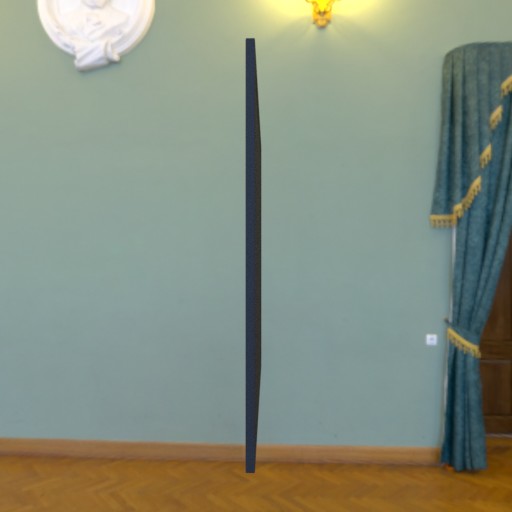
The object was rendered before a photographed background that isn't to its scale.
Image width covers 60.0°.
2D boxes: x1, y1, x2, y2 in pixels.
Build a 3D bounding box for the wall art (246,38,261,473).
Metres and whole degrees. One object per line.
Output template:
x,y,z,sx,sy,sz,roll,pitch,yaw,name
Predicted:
0.000,0.000,0.848,0.012,0.558,0.562,0,0,2,wall art
